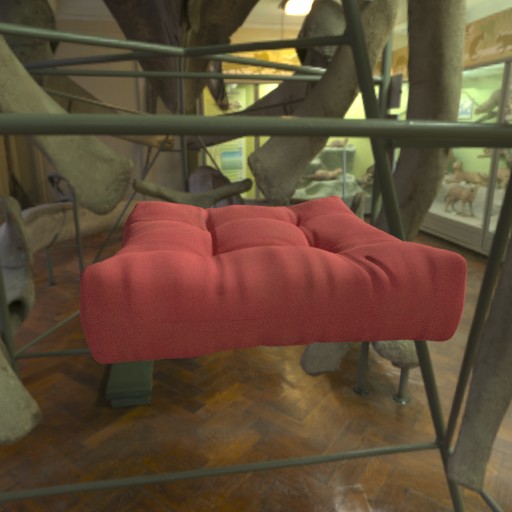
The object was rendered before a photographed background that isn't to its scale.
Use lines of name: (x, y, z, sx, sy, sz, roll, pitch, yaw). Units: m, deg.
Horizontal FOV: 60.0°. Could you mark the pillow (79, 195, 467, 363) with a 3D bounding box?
pillow: (0.000, 0.000, 0.731, 0.468, 0.128, 0.490, -2, 16, -8)
